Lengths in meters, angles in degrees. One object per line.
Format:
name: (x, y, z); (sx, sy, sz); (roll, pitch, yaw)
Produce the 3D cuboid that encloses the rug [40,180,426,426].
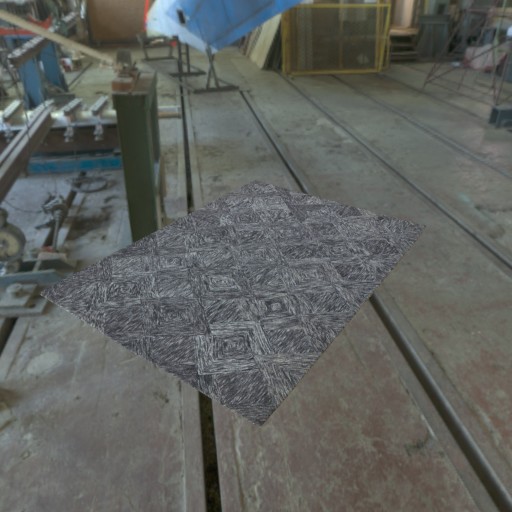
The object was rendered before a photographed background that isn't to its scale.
rug: (0.000, 0.000, 5.534); (2.997, 0.020, 4.093); (20, 37, 30)
